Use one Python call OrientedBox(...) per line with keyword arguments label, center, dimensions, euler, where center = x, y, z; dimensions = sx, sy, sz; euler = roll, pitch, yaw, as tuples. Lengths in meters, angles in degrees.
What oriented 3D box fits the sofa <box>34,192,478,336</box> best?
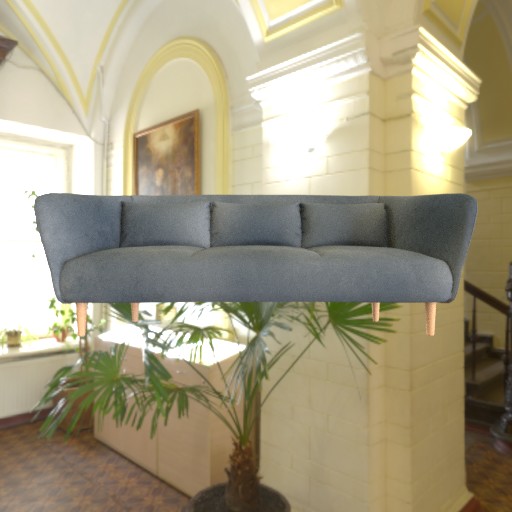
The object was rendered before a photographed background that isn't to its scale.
OrientedBox(label="sofa", center=(0.000, 0.000, 2.485), dimensions=(2.095, 0.795, 0.849), euler=(0, -1, -1))
